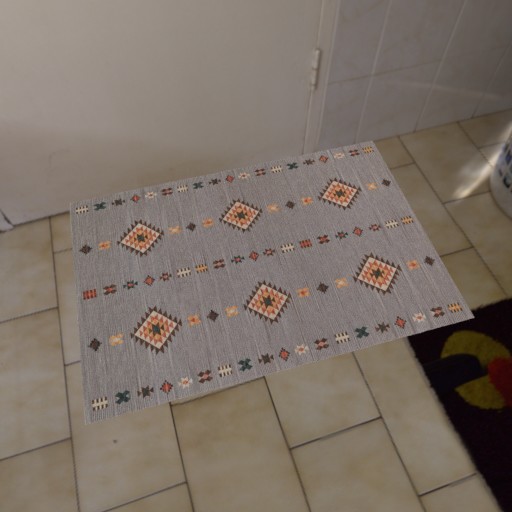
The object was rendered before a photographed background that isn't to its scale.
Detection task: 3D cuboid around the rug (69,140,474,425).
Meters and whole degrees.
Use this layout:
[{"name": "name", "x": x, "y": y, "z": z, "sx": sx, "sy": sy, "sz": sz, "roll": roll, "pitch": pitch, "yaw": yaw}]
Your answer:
[{"name": "rug", "x": 0.000, "y": 0.000, "z": 2.287, "sx": 1.818, "sy": 0.005, "sz": 1.217, "roll": -13, "pitch": 60, "yaw": -8}]
